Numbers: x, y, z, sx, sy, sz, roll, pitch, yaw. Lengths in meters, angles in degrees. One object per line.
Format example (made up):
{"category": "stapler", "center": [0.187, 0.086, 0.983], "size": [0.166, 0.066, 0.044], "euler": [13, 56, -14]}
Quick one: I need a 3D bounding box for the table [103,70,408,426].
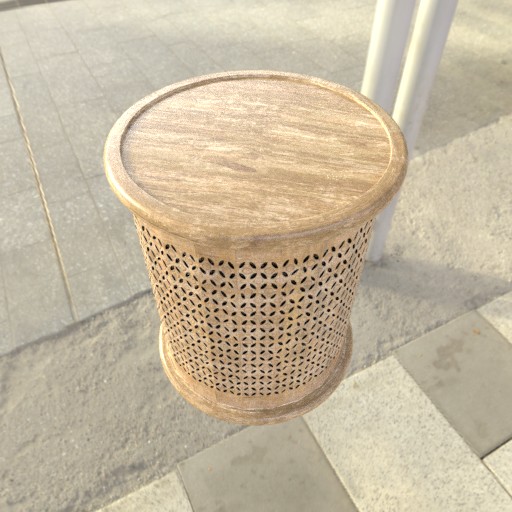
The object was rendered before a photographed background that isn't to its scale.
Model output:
{"category": "table", "center": [0.000, 0.000, 0.775], "size": [0.407, 0.482, 0.407], "euler": [0, 46, 0]}
